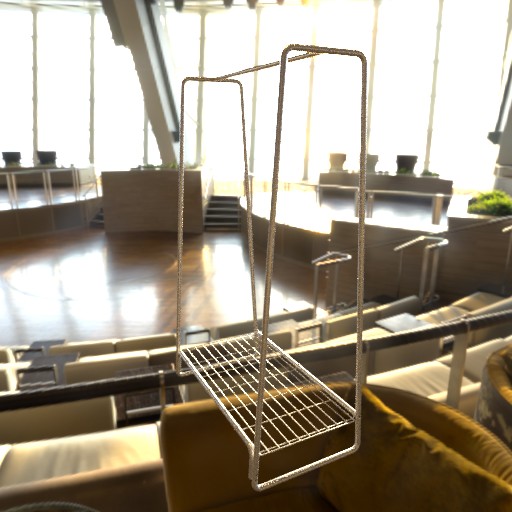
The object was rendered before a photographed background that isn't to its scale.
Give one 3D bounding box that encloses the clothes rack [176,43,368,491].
[{"bbox_3d":[0.000,0.000,1.882,0.495,1.500,0.900,-8,18,-27],"label":"clothes rack"}]
